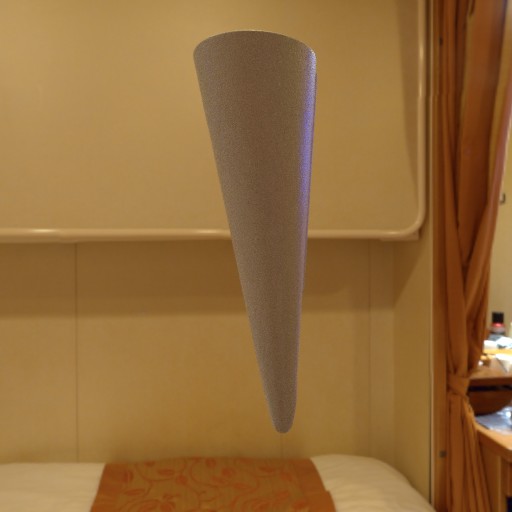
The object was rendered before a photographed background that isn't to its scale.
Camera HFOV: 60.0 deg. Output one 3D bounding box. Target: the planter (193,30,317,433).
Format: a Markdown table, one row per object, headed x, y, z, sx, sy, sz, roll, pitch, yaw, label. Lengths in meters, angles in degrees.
| x | y | z | sx | sy | sz | roll | pitch | yaw | label |
| --- | --- | --- | --- | --- | --- | --- | --- | --- | --- |
| 0.000 | 0.000 | 0.218 | 0.057 | 0.191 | 0.064 | 1 | 1 | 37 | planter |
